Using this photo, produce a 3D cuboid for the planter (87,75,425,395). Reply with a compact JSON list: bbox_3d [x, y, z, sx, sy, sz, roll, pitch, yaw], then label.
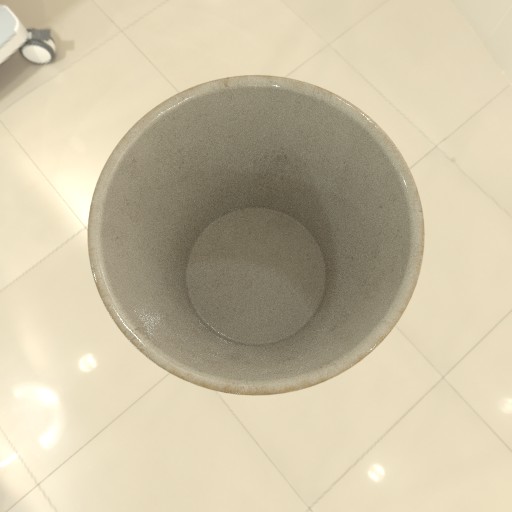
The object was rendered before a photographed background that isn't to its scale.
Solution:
[{"bbox_3d":[0.000,0.000,0.333,0.192,0.165,0.192,0,75,0],"label":"planter"}]
